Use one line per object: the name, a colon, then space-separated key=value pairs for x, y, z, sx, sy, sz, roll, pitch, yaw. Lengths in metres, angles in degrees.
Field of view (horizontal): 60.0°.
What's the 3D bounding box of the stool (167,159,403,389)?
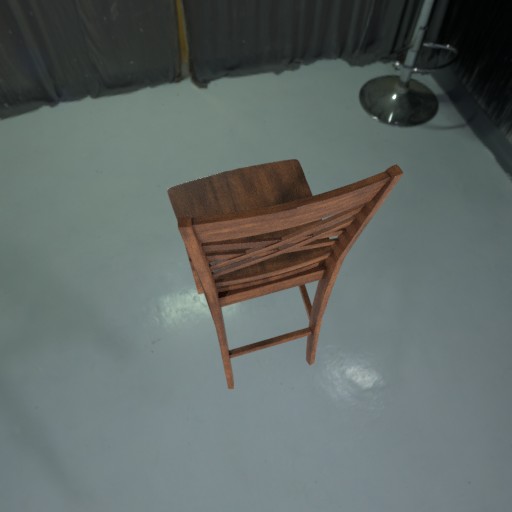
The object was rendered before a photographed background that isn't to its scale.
stool: x=0.000 y=0.000 z=1.369 sx=0.426 sy=1.098 sz=0.504 roll=-15 pitch=59 yaw=-9
